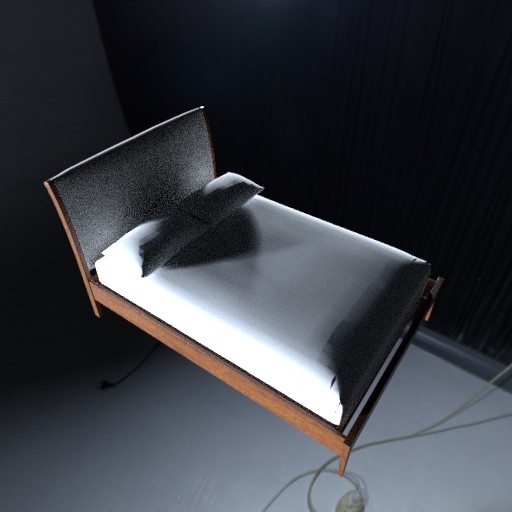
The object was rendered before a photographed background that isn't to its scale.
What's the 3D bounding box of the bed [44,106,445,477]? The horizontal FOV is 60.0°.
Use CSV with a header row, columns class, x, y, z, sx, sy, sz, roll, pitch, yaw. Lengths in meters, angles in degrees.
class,x,y,z,sx,sy,sz,roll,pitch,yaw
bed,0.000,0.000,3.271,2.380,1.250,1.612,25,46,26
